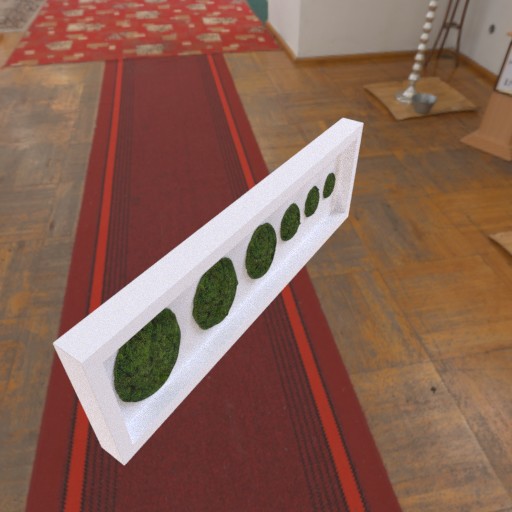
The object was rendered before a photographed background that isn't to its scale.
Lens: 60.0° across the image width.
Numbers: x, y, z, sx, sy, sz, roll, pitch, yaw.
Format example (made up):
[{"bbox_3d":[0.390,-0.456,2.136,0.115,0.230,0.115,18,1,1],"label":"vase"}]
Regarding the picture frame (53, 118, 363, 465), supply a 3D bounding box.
[{"bbox_3d":[0.000,0.000,0.819,0.050,0.250,0.759,24,46,25],"label":"picture frame"}]
